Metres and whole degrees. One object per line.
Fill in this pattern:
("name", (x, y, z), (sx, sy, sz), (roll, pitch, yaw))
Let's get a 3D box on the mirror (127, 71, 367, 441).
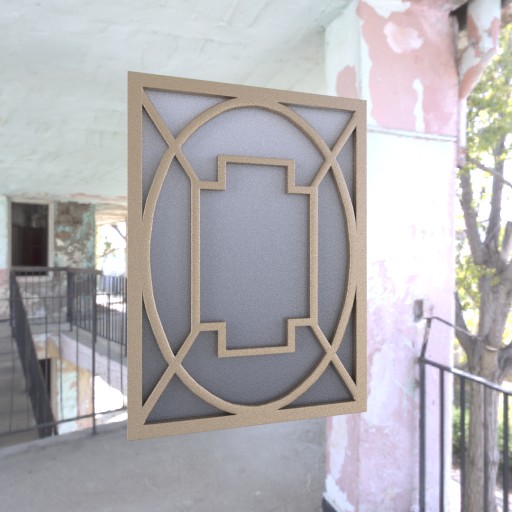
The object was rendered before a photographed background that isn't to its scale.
("mirror", (0.000, 0.000, 1.355), (0.756, 1.023, 0.032), (0, 0, -18))
